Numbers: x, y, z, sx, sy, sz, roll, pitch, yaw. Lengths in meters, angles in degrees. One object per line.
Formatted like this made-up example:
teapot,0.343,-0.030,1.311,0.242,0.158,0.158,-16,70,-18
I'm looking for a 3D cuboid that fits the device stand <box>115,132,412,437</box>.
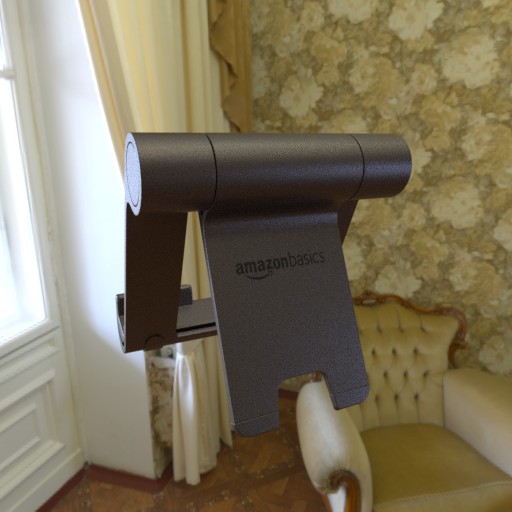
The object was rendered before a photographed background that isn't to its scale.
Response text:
device stand,0.000,0.000,0.157,0.088,0.084,0.079,-7,16,-25
